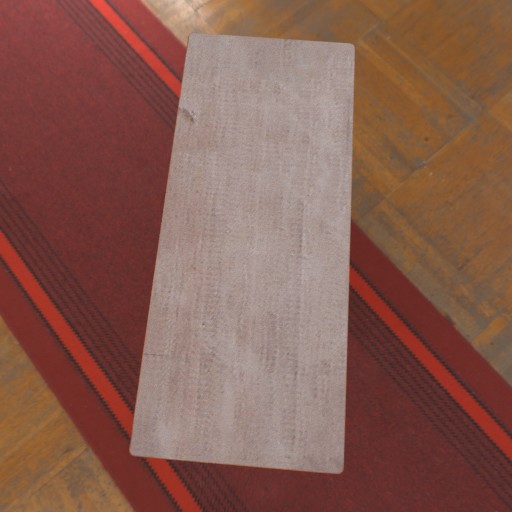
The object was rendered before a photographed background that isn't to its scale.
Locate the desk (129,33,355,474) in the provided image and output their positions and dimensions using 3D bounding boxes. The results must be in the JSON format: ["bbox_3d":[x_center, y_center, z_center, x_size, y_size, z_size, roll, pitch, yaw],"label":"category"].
[{"bbox_3d":[0.000,0.000,1.710,0.574,0.756,1.353,4,75,1],"label":"desk"}]
